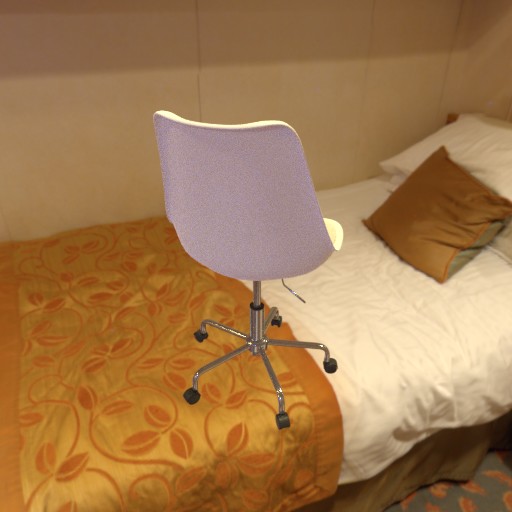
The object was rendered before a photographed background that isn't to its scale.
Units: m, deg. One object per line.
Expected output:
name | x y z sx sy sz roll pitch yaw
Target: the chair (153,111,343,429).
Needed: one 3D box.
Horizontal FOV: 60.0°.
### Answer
chair | 0.000 0.000 1.324 0.550 0.930 0.550 10 32 17
